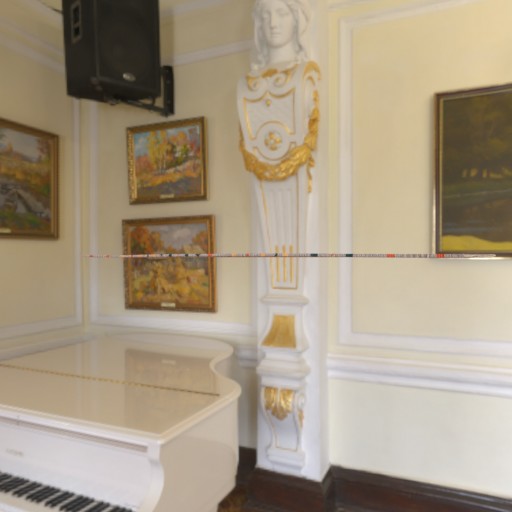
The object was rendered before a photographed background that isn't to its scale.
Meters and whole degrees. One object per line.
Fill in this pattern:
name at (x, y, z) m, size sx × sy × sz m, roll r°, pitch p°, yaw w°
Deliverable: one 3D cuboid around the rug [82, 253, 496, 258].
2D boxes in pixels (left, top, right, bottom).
rug at (0.000, 0.000, 2.616) m, size 2.419 × 0.022 × 0.744 m, roll 0°, pitch 0°, yaw 36°
